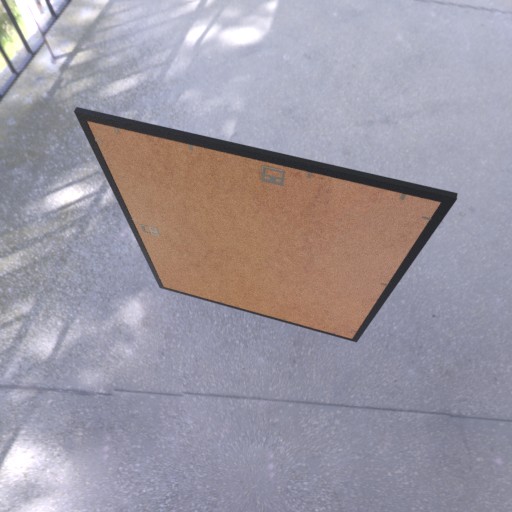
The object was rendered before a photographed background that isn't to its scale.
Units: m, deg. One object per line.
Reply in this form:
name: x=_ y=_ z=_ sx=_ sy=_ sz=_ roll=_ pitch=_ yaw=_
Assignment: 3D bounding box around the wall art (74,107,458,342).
wall art: x=0.000 y=0.000 z=0.917 sx=0.559 sy=0.660 sz=0.018 roll=15 pitch=64 yaw=7
